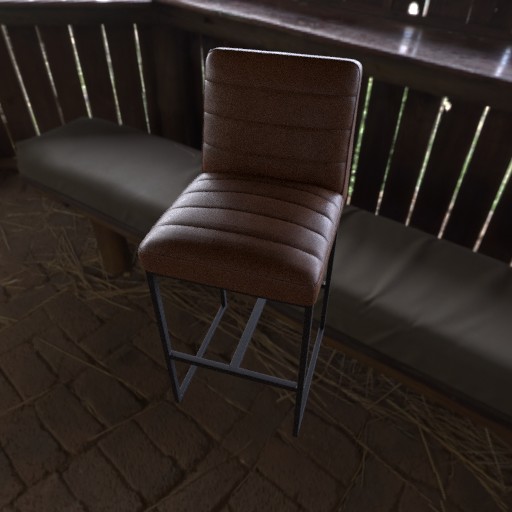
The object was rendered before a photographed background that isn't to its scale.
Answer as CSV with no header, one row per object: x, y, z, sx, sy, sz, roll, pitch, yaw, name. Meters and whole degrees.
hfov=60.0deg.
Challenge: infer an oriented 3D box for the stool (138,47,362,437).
0.000,0.000,1.346,0.458,1.040,0.556,11,42,13,stool
